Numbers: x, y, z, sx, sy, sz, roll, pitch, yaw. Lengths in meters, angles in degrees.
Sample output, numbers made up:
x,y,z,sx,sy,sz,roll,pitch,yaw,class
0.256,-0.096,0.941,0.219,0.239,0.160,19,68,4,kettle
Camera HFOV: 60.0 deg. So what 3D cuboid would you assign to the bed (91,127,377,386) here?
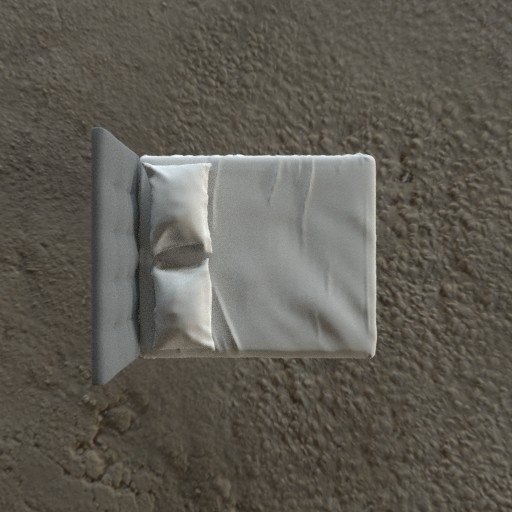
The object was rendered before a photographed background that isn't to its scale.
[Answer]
x,y,z,sx,sy,sz,roll,pitch,yaw,class
0.000,0.000,3.538,2.222,1.577,1.936,0,90,1,bed
